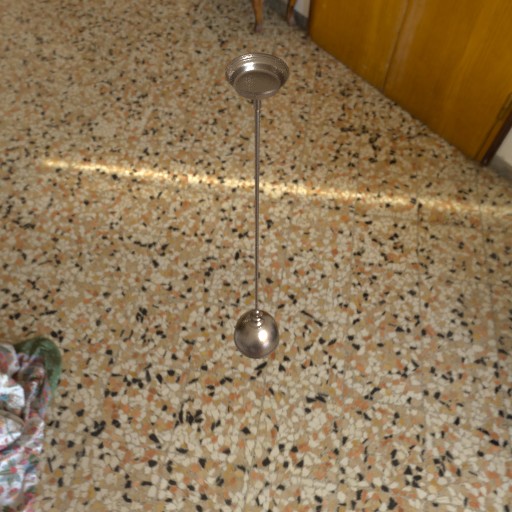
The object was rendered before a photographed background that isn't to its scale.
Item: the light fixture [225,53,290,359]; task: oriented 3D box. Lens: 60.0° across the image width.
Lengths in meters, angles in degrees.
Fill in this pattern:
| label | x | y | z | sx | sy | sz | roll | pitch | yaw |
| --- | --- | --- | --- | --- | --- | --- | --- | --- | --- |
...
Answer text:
| label | x | y | z | sx | sy | sz | roll | pitch | yaw |
| --- | --- | --- | --- | --- | --- | --- | --- | --- | --- |
| light fixture | 0.000 | 0.000 | 1.467 | 0.217 | 1.367 | 0.211 | 16 | 59 | 10 |
